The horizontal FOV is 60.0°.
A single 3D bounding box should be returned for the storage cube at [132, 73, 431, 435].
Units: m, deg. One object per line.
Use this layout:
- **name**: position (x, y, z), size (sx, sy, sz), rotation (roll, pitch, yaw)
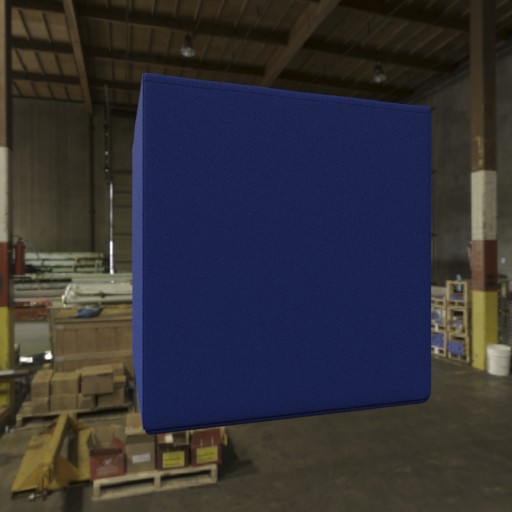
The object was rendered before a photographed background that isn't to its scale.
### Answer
- **storage cube**: position (0.000, 0.000, 0.504), size (0.270, 0.280, 0.270), rotation (0, 0, -17)
